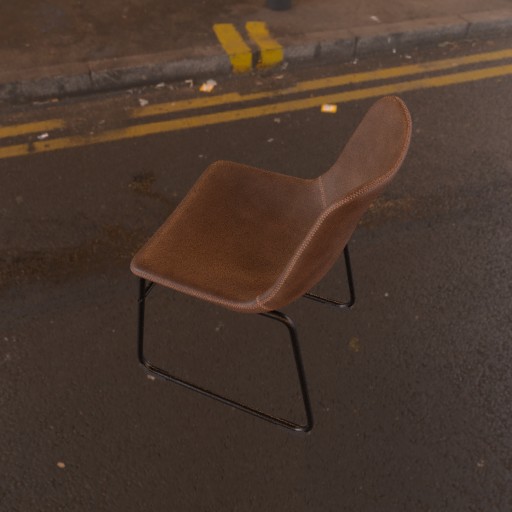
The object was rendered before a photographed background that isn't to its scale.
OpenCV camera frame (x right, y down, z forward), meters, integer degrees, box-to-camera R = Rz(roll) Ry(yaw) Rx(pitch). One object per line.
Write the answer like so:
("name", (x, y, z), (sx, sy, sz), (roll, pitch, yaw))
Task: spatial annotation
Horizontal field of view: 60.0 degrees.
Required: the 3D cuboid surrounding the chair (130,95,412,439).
("chair", (0.000, 0.000, 1.093), (0.551, 0.780, 0.460), (17, 50, 15))
